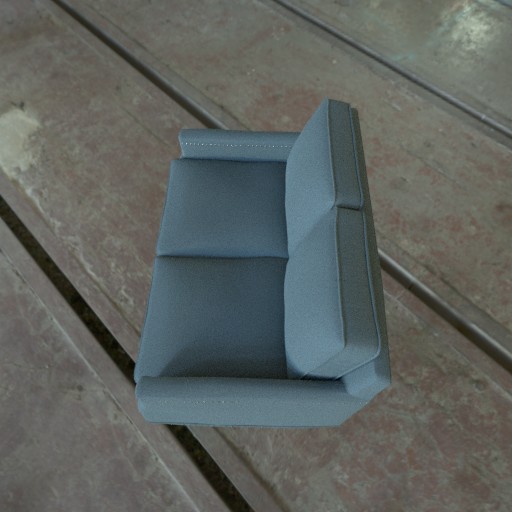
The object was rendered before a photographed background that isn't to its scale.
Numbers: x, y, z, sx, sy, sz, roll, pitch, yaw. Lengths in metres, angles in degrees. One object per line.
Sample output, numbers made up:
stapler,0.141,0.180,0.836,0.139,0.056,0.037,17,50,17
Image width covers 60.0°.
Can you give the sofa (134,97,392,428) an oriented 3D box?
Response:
sofa,0.000,0.000,2.338,1.084,1.003,1.597,2,59,1
